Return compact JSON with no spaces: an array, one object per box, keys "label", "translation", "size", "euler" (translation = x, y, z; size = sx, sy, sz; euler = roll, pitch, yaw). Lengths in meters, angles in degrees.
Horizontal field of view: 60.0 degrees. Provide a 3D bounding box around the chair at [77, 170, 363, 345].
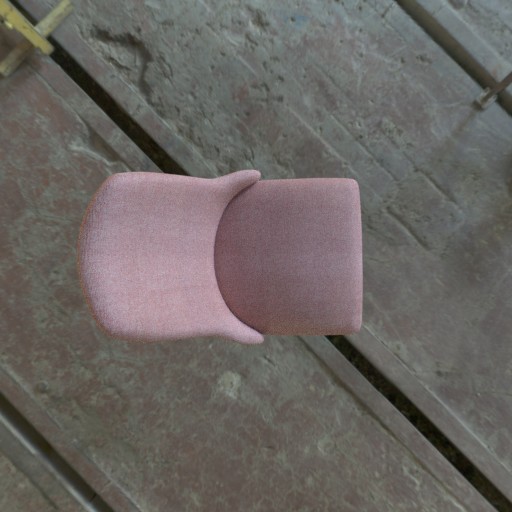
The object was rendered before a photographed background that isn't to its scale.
[{"label":"chair","translation":[0.000,0.000,1.335],"size":[0.707,0.918,0.535],"euler":[0,89,1]}]
